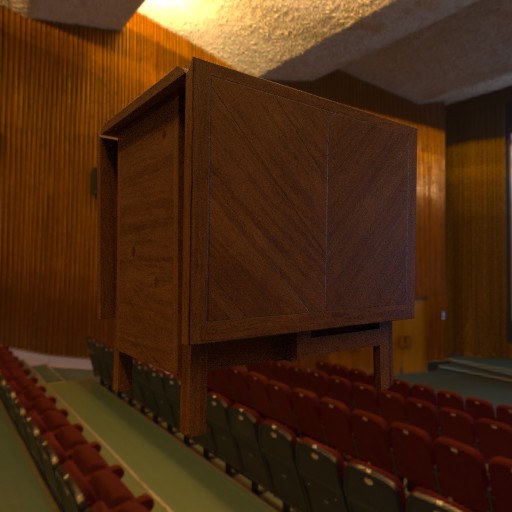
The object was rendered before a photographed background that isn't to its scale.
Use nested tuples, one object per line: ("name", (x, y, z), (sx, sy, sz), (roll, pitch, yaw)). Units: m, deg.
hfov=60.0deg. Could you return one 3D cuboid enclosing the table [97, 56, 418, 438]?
("table", (0.000, 0.000, 1.305), (0.746, 0.763, 0.591), (1, -2, -37))
